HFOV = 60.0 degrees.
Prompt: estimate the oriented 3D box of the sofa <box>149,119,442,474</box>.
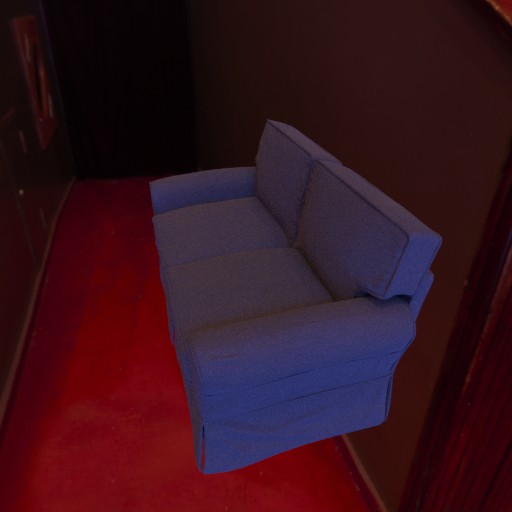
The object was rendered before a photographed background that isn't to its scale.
[{"bbox_3d":[0.000,0.000,2.381,0.997,1.059,1.801,-9,32,-14],"label":"sofa"}]
